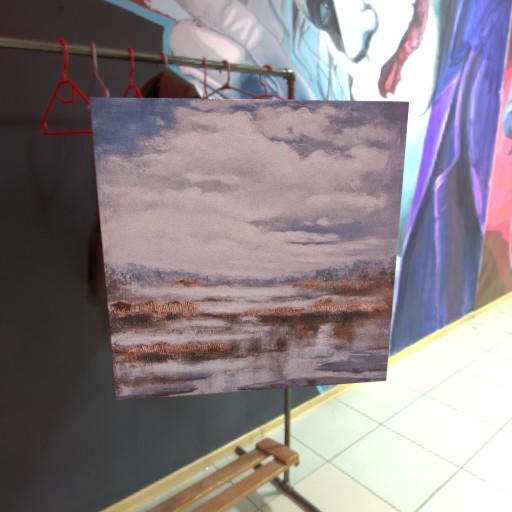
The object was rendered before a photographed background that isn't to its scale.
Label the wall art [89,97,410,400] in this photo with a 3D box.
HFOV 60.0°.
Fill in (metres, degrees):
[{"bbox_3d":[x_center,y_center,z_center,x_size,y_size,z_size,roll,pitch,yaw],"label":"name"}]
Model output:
[{"bbox_3d":[0.000,0.000,1.531,1.010,1.020,0.040,-2,15,-7],"label":"wall art"}]
